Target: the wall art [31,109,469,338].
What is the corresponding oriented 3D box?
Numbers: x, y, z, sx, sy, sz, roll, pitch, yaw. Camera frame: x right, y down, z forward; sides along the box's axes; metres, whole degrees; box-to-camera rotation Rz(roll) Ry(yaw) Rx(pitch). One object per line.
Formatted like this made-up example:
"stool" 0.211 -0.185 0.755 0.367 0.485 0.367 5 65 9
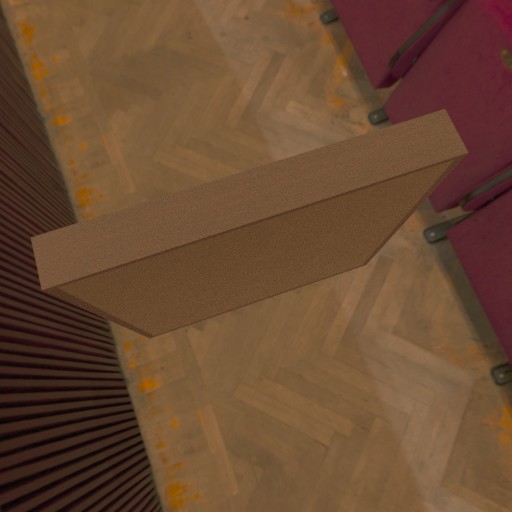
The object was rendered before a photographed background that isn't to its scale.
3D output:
"wall art" 0.000 0.000 0.450 0.304 0.303 0.038 -18 75 -5
